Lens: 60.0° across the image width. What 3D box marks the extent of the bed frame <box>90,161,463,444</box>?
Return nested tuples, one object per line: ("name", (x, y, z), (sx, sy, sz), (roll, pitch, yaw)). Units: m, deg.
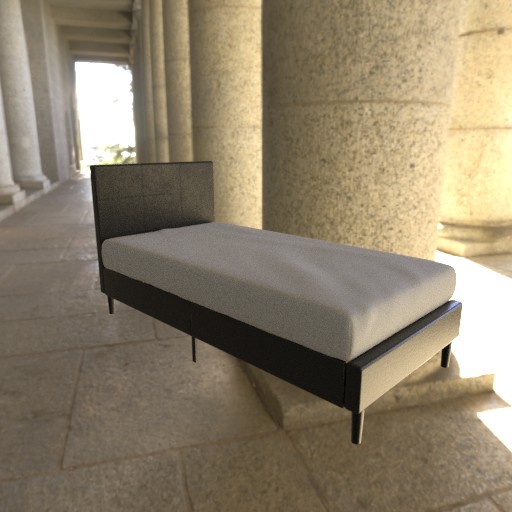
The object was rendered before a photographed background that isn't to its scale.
("bed frame", (0.000, 0.000, 2.541), (2.152, 1.046, 1.038), (14, 20, 43))
